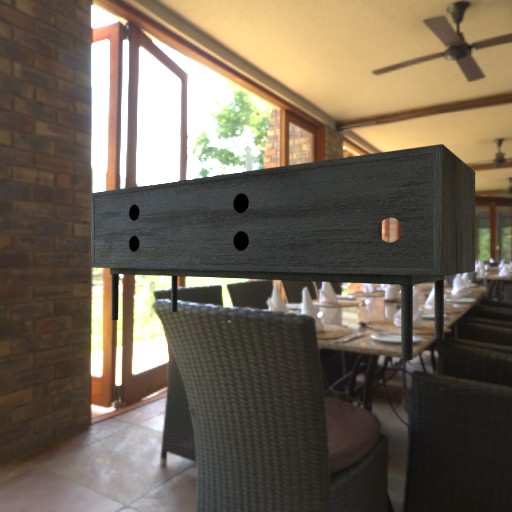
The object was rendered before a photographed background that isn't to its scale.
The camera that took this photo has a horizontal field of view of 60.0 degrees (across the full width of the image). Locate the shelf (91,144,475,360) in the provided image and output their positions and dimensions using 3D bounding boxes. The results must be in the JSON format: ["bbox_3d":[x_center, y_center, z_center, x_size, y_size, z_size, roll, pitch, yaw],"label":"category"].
[{"bbox_3d":[0.000,0.000,1.517,1.300,0.495,0.400,0,0,36],"label":"shelf"}]
